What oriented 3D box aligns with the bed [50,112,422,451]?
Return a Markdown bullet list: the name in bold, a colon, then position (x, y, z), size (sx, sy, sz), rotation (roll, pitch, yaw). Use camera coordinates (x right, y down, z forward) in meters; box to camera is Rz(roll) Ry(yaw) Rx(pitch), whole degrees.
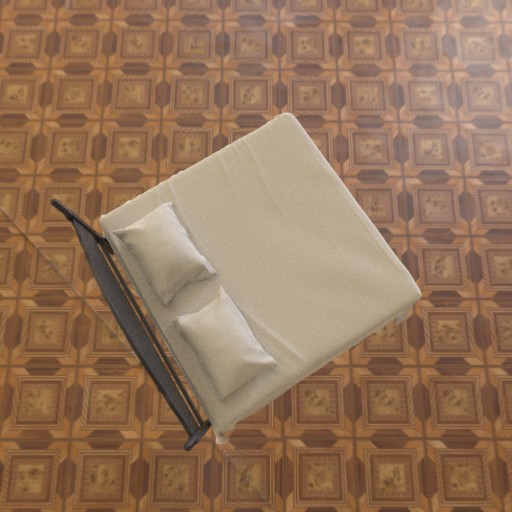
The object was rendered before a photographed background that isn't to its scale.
- **bed**: position (0.000, 0.000, 3.651), size (2.219, 1.355, 2.322), rotation (-31, 78, -7)
